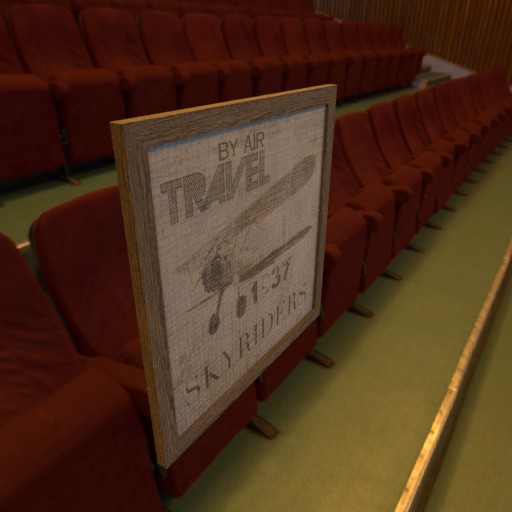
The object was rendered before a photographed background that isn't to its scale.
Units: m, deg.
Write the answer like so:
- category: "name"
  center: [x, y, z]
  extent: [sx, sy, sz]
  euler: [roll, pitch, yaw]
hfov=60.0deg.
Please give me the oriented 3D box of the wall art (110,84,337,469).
- category: "wall art"
  center: [0.000, 0.000, 0.752]
  extent: [0.019, 0.508, 0.508]
  euler: [17, 31, 30]
